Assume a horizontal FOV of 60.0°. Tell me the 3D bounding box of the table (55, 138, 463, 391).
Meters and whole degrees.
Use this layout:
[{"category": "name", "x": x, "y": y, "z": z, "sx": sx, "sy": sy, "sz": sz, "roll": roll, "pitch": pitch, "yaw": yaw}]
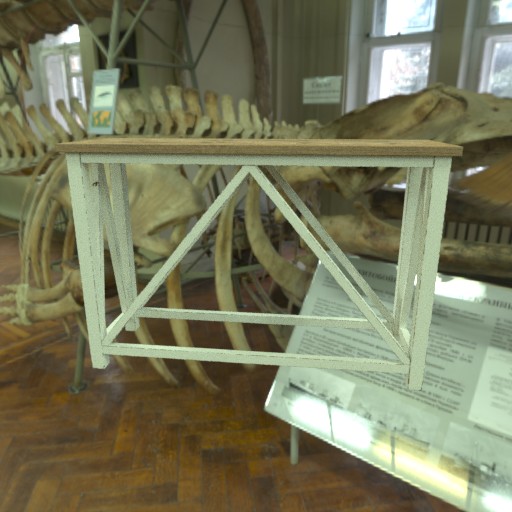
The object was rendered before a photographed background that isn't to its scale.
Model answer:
[{"category": "table", "x": 0.000, "y": 0.000, "z": 1.860, "sx": 1.400, "sy": 0.930, "sz": 0.450, "roll": 2, "pitch": 18, "yaw": 7}]
